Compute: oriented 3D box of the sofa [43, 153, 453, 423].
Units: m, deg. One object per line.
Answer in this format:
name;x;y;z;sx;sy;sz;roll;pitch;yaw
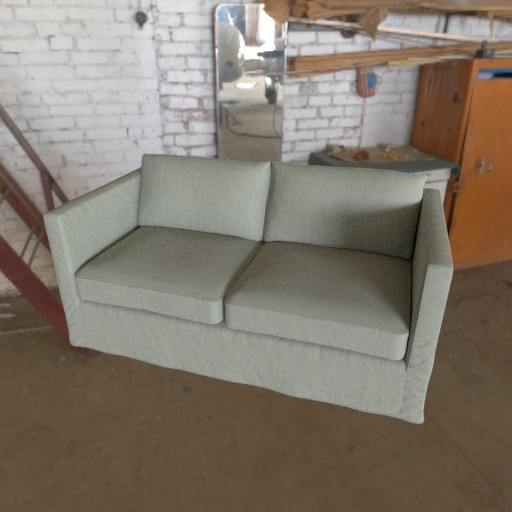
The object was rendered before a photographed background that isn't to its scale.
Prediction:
sofa;0.000;0.000;2.234;1.727;0.830;0.944;8;27;16
